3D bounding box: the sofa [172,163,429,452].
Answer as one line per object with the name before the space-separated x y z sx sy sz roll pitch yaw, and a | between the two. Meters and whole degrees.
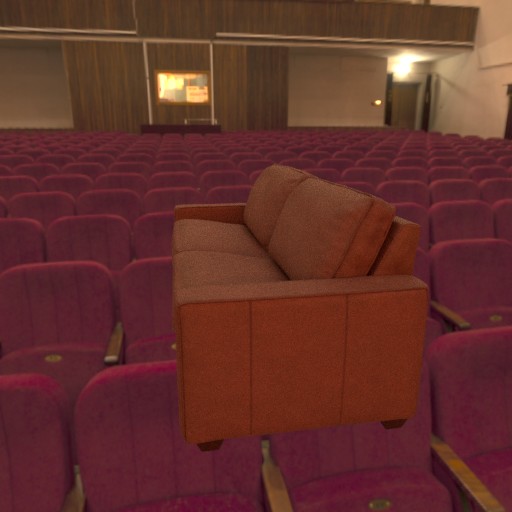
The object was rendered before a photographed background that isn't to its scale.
sofa | 0.000 0.000 2.499 0.940 0.919 2.080 -3 16 -10
